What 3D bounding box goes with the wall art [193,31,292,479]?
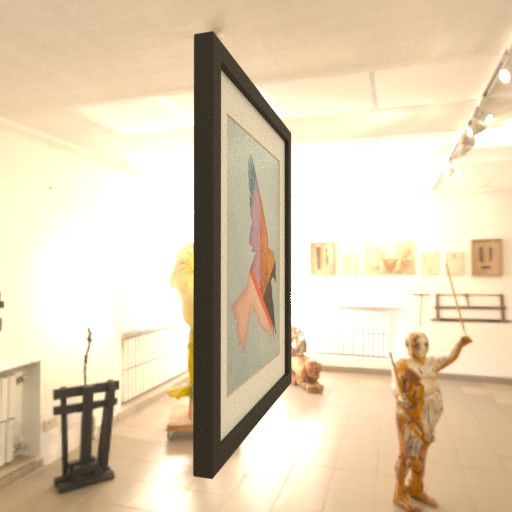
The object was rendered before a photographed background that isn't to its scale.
[{"bbox_3d":[0.000,0.000,0.773,0.028,0.558,0.457,0,-1,17],"label":"wall art"}]
